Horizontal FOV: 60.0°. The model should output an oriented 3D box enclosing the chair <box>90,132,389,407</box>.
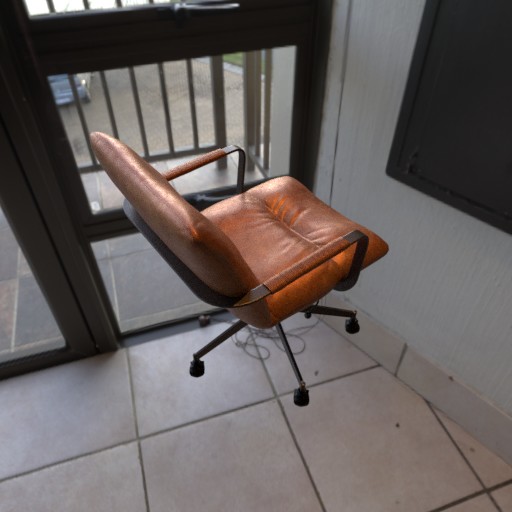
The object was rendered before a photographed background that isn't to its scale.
[{"bbox_3d":[0.000,0.000,1.514,0.754,0.922,0.727,-27,49,-26],"label":"chair"}]
